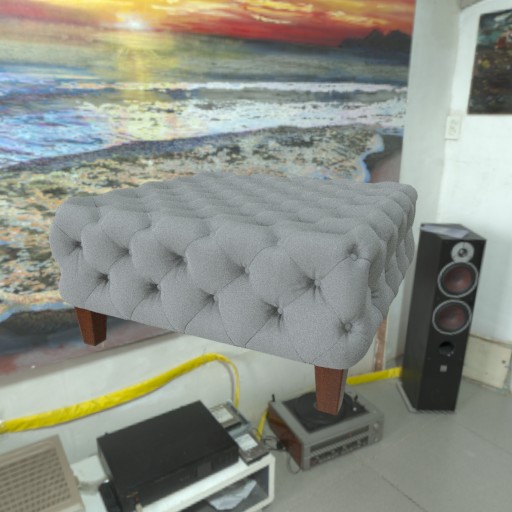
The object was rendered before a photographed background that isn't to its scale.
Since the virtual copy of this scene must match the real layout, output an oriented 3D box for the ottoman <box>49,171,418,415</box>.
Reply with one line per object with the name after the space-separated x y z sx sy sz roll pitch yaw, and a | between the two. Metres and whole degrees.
0.000 0.000 1.457 0.917 0.439 0.911 8 19 24 | ottoman
